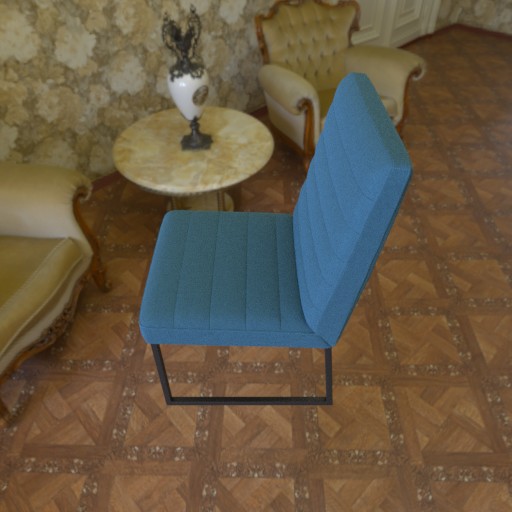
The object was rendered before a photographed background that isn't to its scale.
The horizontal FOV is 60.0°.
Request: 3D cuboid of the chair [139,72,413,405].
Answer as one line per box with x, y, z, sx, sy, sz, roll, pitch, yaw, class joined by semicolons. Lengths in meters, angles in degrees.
0.000;0.000;1.339;0.634;0.930;0.520;0;42;0;chair
